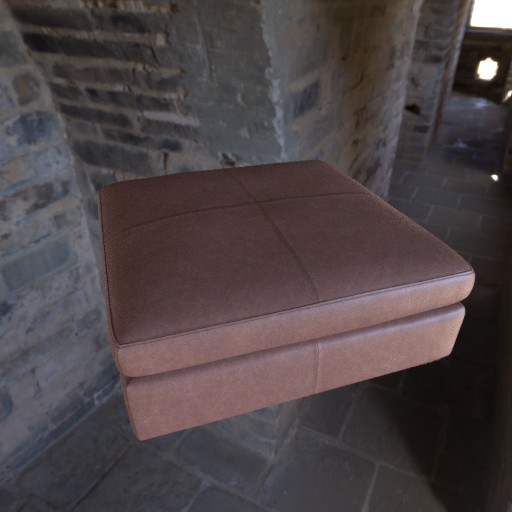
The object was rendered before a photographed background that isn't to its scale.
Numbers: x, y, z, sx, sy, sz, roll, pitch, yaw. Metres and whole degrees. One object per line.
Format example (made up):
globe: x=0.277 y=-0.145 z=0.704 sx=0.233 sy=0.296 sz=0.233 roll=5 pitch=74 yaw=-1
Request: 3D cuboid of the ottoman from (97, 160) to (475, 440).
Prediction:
ottoman: x=0.000 y=0.000 z=1.803 sx=1.168 sy=0.490 sz=1.168 roll=-10 pitch=32 yaw=-16
